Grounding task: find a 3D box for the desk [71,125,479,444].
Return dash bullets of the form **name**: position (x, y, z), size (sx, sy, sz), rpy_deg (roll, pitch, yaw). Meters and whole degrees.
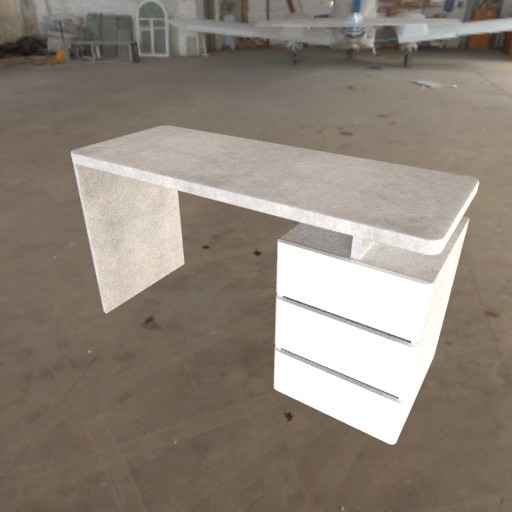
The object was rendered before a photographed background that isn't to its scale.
- **desk**: position (0.000, 0.000, 1.763), size (1.400, 0.755, 0.550), rpy_deg (18, 34, 28)
